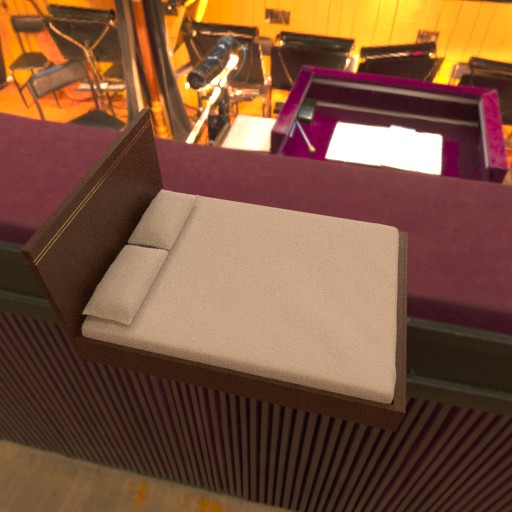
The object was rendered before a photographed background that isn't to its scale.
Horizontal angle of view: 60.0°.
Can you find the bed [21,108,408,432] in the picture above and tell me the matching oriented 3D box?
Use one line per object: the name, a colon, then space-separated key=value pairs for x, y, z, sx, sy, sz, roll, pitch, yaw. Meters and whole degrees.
bed: x=0.000 y=0.000 z=3.168 sx=2.221 sy=1.169 sz=1.613 roll=10 pitch=47 yaw=10
